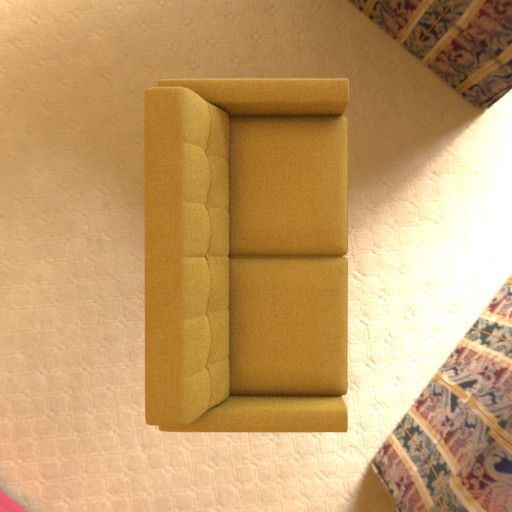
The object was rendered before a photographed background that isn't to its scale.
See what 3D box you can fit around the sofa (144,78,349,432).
[{"bbox_3d":[0.000,0.000,2.177,0.909,0.841,1.631,0,91,1],"label":"sofa"}]
